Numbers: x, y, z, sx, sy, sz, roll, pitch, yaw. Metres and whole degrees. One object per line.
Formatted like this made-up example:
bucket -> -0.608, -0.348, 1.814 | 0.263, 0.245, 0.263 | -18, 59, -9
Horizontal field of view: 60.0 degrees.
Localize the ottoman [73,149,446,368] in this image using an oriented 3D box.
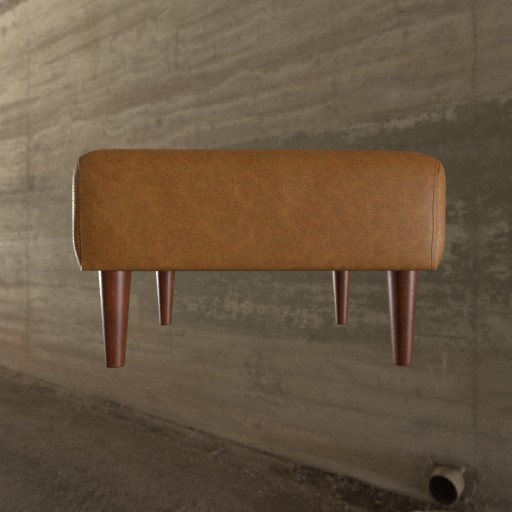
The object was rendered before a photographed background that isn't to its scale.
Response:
ottoman -> 0.000, 0.000, 1.054 | 0.650, 0.399, 0.650 | 0, 0, -1
